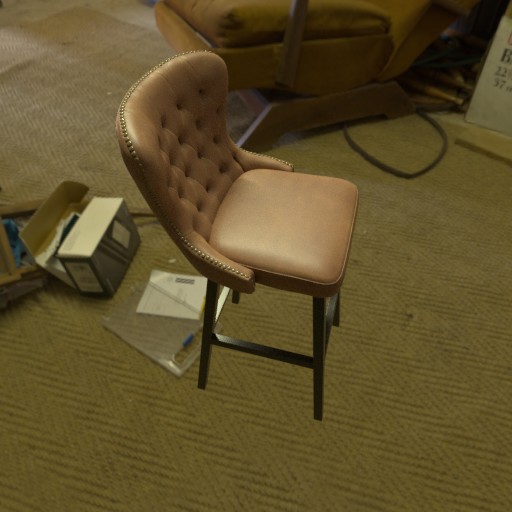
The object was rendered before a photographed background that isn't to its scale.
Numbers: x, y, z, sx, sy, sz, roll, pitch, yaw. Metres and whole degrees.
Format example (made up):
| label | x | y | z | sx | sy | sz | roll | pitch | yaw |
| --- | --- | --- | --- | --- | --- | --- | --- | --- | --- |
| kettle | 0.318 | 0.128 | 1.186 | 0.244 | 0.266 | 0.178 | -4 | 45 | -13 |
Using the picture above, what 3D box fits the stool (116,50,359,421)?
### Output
| label | x | y | z | sx | sy | sz | roll | pitch | yaw |
| --- | --- | --- | --- | --- | --- | --- | --- | --- | --- |
| stool | 0.000 | 0.000 | 1.371 | 0.601 | 1.050 | 0.528 | 11 | 47 | 11 |
